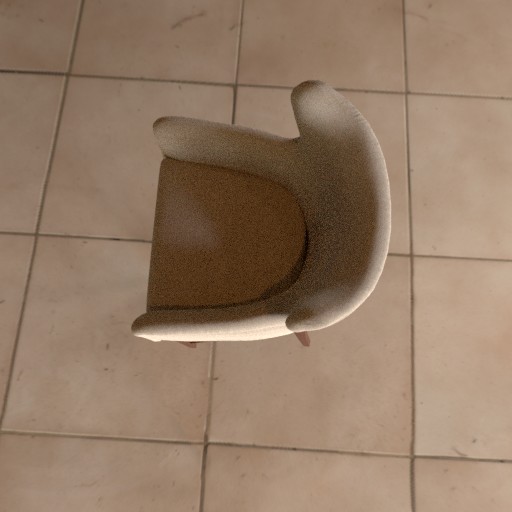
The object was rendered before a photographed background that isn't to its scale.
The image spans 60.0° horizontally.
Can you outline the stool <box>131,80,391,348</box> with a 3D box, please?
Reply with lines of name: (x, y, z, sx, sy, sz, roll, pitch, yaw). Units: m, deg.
stool: (0.000, 0.000, 1.374, 0.563, 1.034, 0.556, 2, 76, 1)
